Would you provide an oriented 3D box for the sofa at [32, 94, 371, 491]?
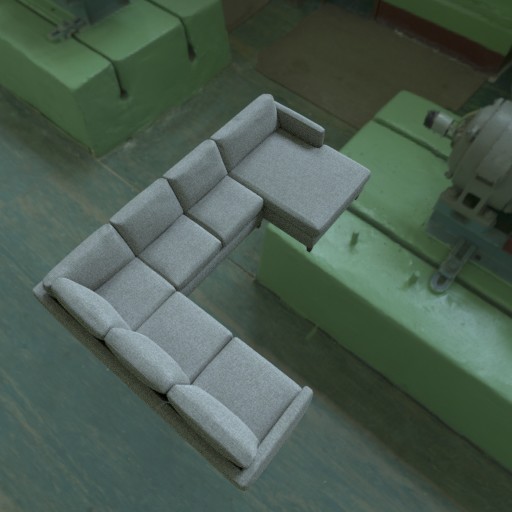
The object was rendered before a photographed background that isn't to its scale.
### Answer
[{"bbox_3d":[0.000,0.000,4.534,2.593,0.959,3.460,35,65,19],"label":"sofa"}]
